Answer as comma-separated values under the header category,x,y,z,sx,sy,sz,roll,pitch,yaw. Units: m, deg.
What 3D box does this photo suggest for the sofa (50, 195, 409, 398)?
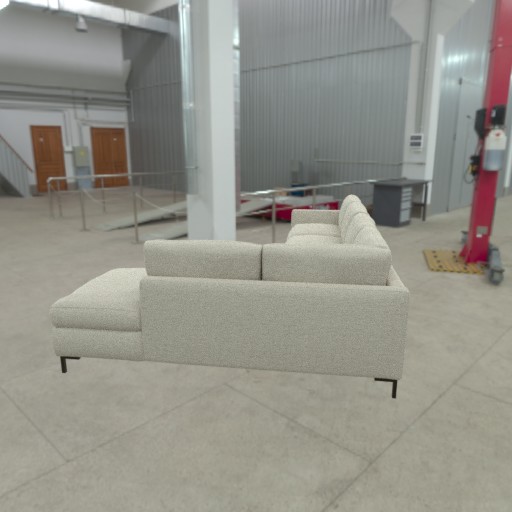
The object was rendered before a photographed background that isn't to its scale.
category,x,y,z,sx,sy,sz,roll,pitch,yaw
sofa,0.000,0.000,3.801,2.007,0.815,2.949,2,14,8
